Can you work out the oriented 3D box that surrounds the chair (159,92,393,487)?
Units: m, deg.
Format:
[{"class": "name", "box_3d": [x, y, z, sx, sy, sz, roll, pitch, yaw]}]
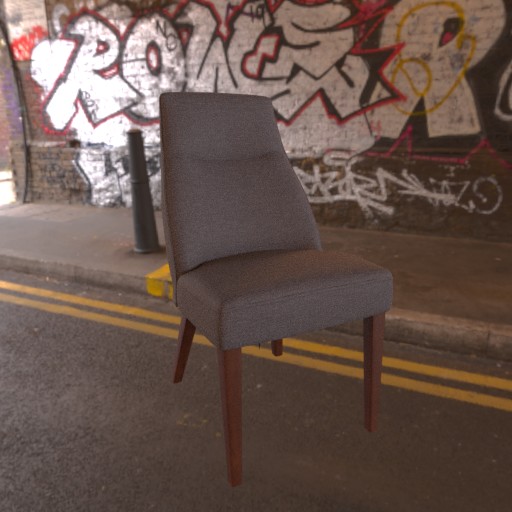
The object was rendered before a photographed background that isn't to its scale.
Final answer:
[{"class": "chair", "box_3d": [0.000, 0.000, 1.286, 0.500, 0.930, 0.620, -8, 18, -27]}]
